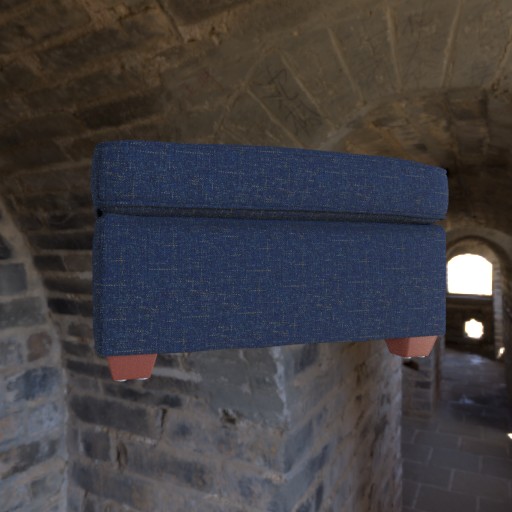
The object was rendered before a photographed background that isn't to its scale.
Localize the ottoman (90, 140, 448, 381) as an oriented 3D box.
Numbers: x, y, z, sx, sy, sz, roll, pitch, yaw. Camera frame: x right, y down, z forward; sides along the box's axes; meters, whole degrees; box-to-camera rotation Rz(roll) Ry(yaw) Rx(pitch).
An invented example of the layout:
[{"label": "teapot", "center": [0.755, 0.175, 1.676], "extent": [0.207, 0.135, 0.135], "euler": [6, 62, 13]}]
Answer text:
[{"label": "ottoman", "center": [0.000, 0.000, 1.082], "extent": [0.749, 0.450, 0.549], "euler": [0, -1, -18]}]
